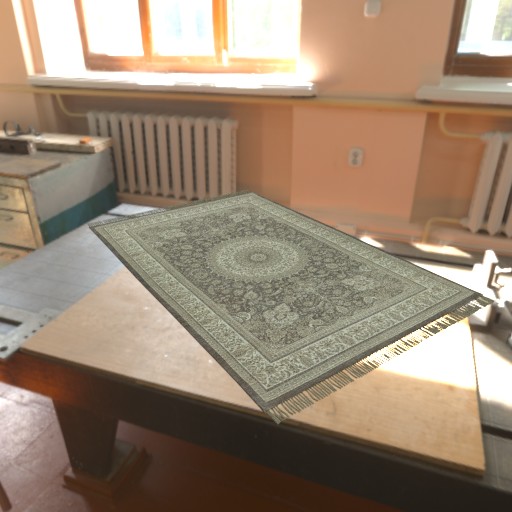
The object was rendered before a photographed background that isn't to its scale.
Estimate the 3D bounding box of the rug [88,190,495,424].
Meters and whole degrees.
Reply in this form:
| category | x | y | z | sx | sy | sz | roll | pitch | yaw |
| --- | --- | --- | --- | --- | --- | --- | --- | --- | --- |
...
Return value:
| category | x | y | z | sx | sy | sz | roll | pitch | yaw |
| --- | --- | --- | --- | --- | --- | --- | --- | --- | --- |
| rug | 0.000 | 0.000 | 4.125 | 2.143 | 0.015 | 3.422 | -17 | 31 | -31 |
